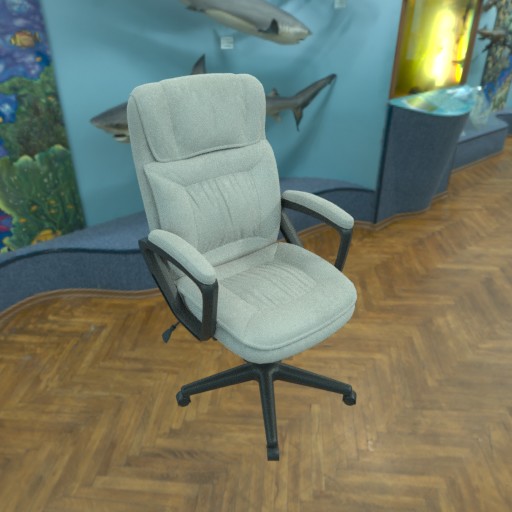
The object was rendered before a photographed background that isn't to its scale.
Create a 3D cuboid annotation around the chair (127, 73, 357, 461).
[{"bbox_3d":[0.000,0.000,1.525,0.667,1.105,0.724,-21,36,-33],"label":"chair"}]
